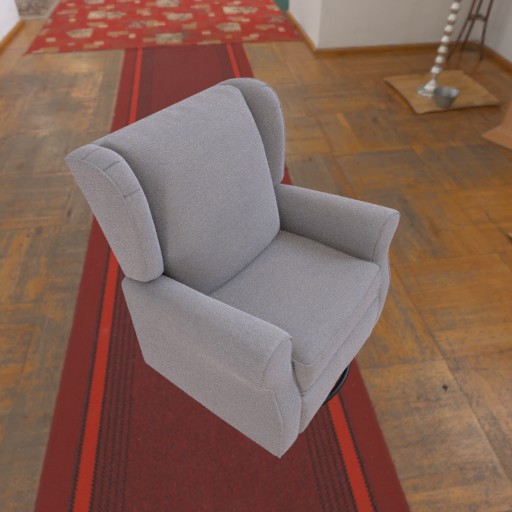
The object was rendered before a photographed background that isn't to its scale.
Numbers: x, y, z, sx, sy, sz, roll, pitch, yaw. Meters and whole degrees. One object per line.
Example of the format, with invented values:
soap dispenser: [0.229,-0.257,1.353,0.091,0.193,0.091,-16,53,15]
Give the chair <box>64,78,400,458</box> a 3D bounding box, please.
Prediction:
chair: [0.000,0.000,1.643,0.854,0.966,0.906,26,48,27]
